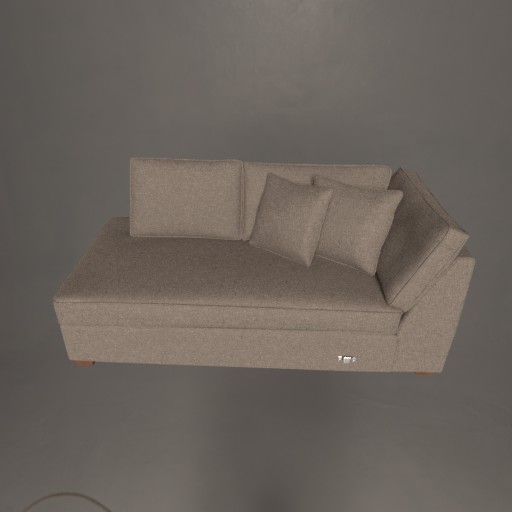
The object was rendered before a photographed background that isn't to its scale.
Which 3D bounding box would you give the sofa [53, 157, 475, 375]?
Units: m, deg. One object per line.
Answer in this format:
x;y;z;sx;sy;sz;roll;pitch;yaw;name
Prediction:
0.000;0.000;2.817;2.237;1.033;1.110;1;30;3;sofa
